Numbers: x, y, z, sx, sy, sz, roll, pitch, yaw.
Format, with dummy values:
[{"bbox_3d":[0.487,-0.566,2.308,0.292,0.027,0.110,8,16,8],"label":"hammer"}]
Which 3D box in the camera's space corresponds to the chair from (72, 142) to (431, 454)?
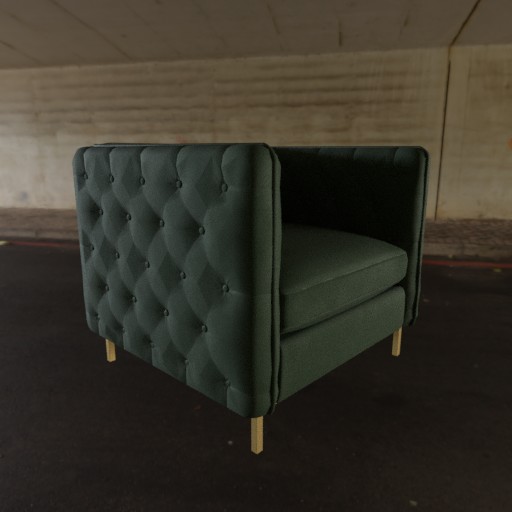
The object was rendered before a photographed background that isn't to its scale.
[{"bbox_3d":[0.000,0.000,1.547,0.855,0.768,0.917,12,18,42],"label":"chair"}]
